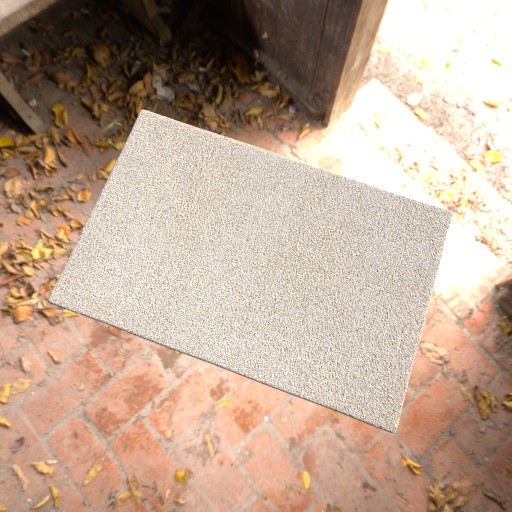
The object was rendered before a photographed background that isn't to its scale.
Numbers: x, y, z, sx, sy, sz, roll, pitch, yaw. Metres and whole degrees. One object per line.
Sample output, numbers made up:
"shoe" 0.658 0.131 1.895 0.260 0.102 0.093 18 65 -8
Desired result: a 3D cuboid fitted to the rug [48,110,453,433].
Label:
"rug" 0.000 0.000 3.474 2.743 0.030 1.778 19 76 5
